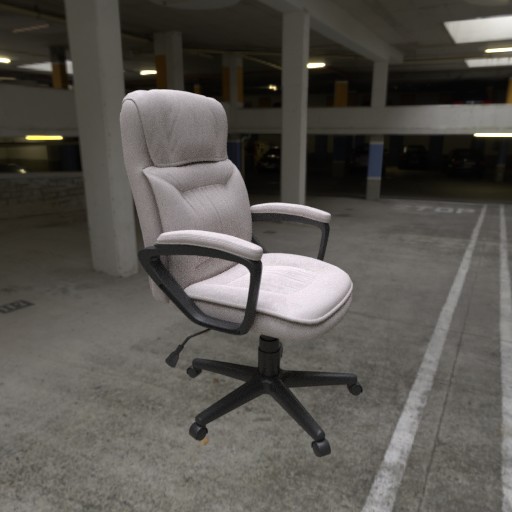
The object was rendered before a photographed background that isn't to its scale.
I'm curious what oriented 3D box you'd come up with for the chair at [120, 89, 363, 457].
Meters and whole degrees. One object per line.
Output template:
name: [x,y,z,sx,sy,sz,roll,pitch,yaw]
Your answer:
chair: [0.000,0.000,1.543,0.724,1.105,0.667,8,18,27]
